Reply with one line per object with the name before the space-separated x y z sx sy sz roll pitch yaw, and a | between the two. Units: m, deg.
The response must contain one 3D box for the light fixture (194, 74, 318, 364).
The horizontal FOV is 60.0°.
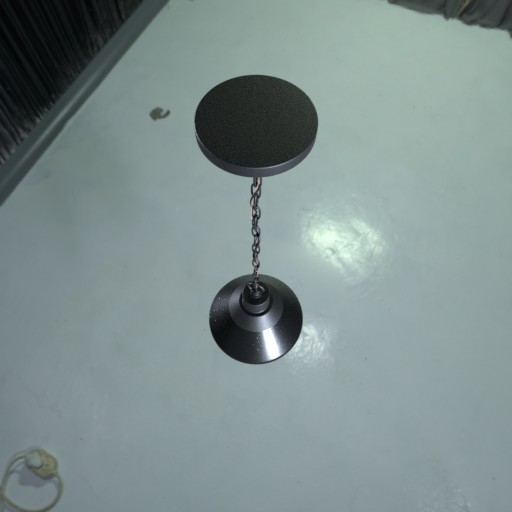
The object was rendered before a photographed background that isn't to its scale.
light fixture | 0.000 0.000 0.689 0.201 0.588 0.201 17 64 8
